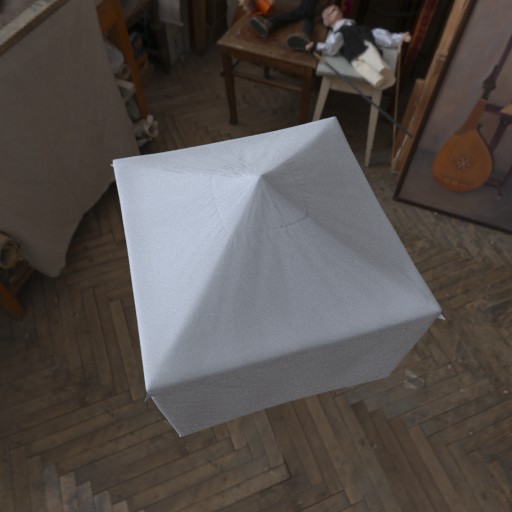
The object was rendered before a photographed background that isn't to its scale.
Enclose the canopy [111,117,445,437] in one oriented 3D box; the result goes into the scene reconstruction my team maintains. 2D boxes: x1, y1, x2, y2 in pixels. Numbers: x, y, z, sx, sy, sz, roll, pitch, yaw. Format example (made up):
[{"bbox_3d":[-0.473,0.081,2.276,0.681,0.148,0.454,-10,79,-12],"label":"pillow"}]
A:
[{"bbox_3d":[0.000,0.000,5.463,3.043,2.997,3.121,-13,59,-8],"label":"canopy"}]
